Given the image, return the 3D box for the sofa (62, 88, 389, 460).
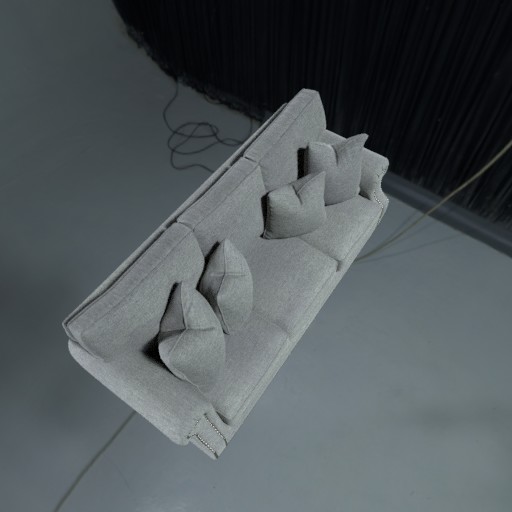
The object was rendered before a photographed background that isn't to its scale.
[{"bbox_3d":[0.000,0.000,2.840,0.965,0.975,2.312,30,62,18],"label":"sofa"}]
